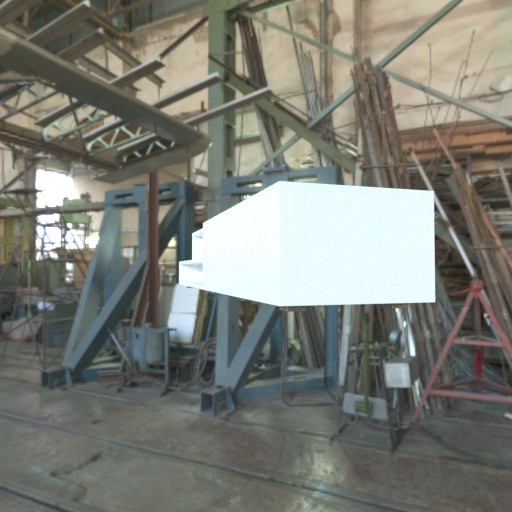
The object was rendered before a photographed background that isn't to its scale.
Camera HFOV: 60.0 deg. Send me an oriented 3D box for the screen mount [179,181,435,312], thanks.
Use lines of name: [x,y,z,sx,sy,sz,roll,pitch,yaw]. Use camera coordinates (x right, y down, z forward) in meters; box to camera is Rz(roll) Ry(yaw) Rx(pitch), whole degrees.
screen mount: [0.000,0.000,1.861,0.420,0.320,1.680,1,-2,-17]
